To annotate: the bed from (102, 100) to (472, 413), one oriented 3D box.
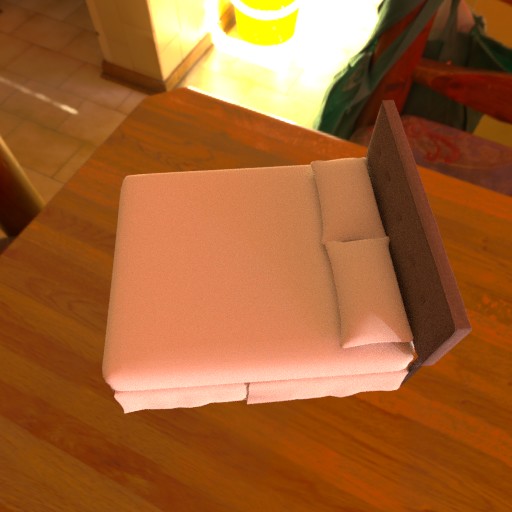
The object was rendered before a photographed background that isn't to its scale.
[{"bbox_3d":[0.000,0.000,2.859,1.894,1.089,1.610,-4,59,-2],"label":"bed"}]
